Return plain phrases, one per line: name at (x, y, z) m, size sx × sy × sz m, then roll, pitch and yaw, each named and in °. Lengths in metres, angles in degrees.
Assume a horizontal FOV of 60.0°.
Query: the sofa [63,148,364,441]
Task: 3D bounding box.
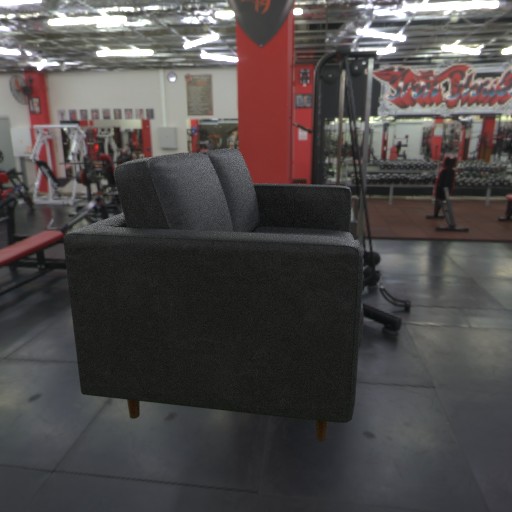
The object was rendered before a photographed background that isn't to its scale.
sofa at (0.000, 0.000, 1.941) m, size 0.879 × 0.899 × 1.430 m, roll 3°, pitch 16°, yaw 10°
